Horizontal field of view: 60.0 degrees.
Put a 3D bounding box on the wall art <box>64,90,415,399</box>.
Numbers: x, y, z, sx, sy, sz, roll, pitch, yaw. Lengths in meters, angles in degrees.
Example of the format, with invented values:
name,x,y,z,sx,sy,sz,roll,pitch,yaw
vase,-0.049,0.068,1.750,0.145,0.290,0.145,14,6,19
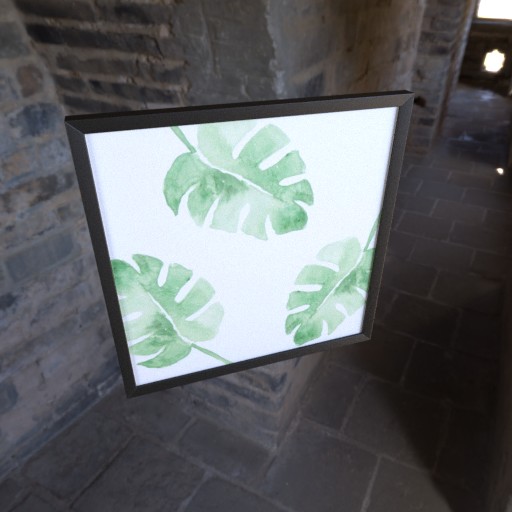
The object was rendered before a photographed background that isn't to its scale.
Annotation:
name,x,y,z,sx,sy,sz,roll,pitch,yaw
wall art,0.000,0.000,1.145,0.765,0.765,0.038,-10,33,-15
